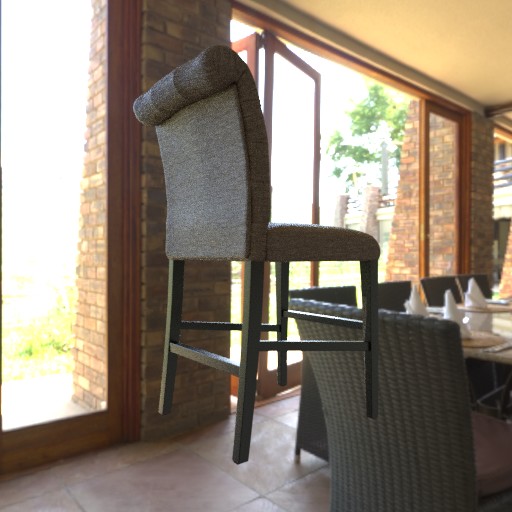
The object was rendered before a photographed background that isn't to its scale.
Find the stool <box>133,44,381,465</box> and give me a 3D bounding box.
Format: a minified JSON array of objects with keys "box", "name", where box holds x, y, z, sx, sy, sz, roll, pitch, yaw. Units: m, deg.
[{"box":[0.000,0.000,1.325,0.611,0.970,0.457,0,0,-37],"name":"stool"}]
